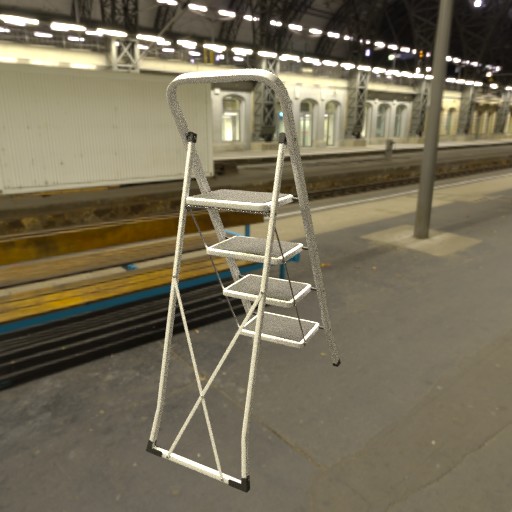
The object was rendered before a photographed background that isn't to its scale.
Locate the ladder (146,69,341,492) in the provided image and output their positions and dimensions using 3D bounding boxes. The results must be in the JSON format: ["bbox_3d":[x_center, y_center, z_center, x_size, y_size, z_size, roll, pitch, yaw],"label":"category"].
[{"bbox_3d":[0.000,0.000,1.690,0.460,1.265,0.914,8,18,26],"label":"ladder"}]
